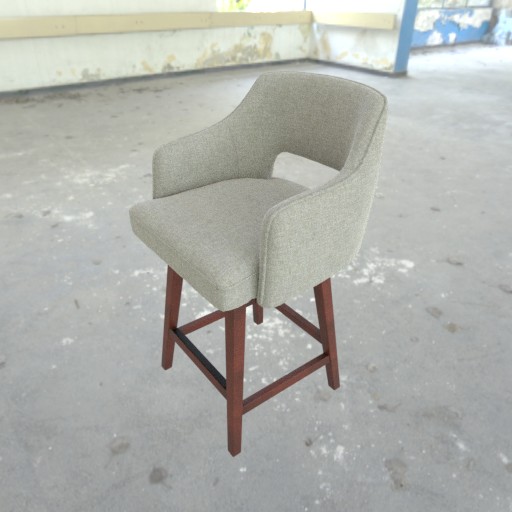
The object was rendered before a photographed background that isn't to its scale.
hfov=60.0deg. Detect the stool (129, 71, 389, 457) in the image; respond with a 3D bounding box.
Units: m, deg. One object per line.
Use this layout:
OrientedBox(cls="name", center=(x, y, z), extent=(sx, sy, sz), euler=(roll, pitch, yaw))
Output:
OrientedBox(cls="stool", center=(0.000, 0.000, 1.304), extent=(0.558, 0.944, 0.599), euler=(-21, 37, -31))
